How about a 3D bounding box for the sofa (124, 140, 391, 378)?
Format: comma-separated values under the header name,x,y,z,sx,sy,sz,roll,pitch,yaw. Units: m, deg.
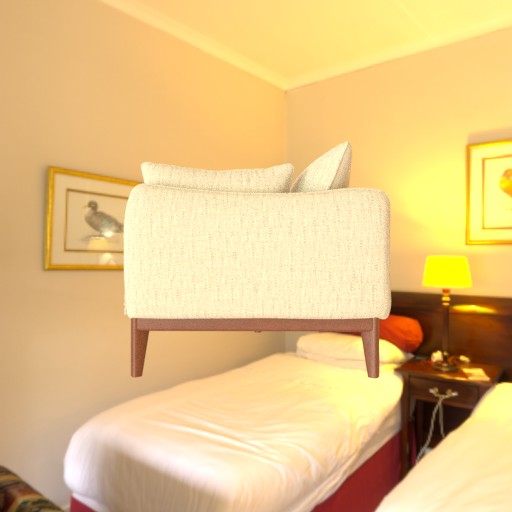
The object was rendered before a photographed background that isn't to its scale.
name,x,y,z,sx,sy,sz,roll,pitch,yaw
sofa,0.000,0.000,2.509,0.991,0.860,1.989,0,0,1
